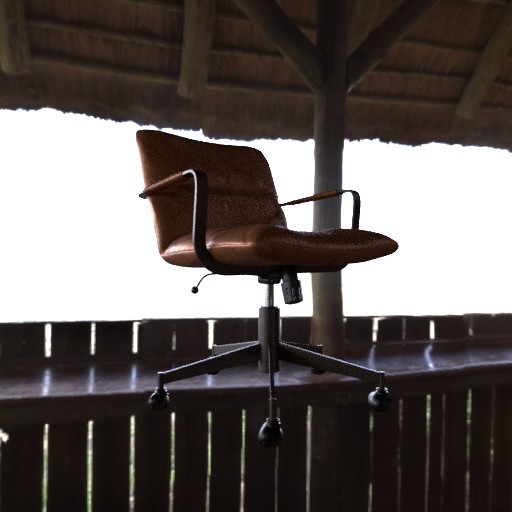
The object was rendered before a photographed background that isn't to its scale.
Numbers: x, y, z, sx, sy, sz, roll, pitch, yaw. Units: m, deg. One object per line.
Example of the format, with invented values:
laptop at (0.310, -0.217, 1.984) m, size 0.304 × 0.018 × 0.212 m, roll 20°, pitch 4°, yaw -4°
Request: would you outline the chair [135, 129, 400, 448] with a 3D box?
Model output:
chair at (0.000, 0.000, 1.471) m, size 0.727 × 0.922 × 0.754 m, roll 0°, pitch 0°, yaw -36°
